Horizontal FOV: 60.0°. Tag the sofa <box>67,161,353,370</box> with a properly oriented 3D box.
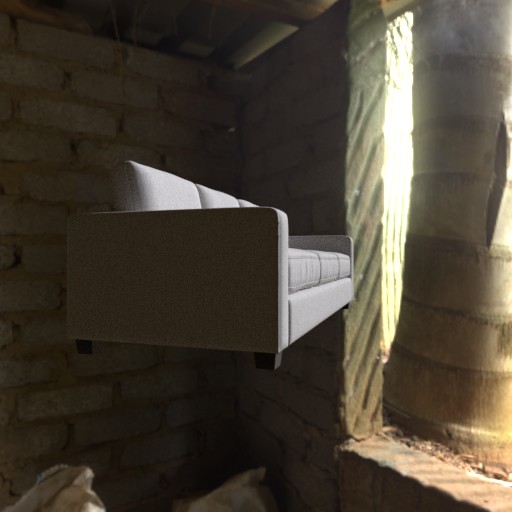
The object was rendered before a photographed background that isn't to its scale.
[{"bbox_3d":[0.000,0.000,2.619,0.900,0.800,2.120,0,0,19],"label":"sofa"}]
